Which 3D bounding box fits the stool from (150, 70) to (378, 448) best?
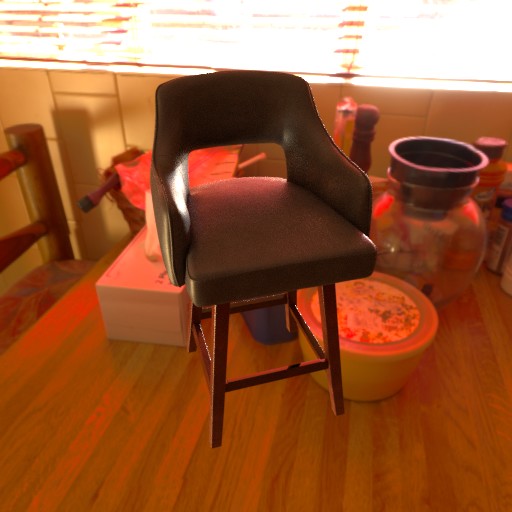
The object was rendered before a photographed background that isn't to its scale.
[{"bbox_3d":[0.000,0.000,1.298,0.550,0.936,0.560,-9,32,-14],"label":"stool"}]
